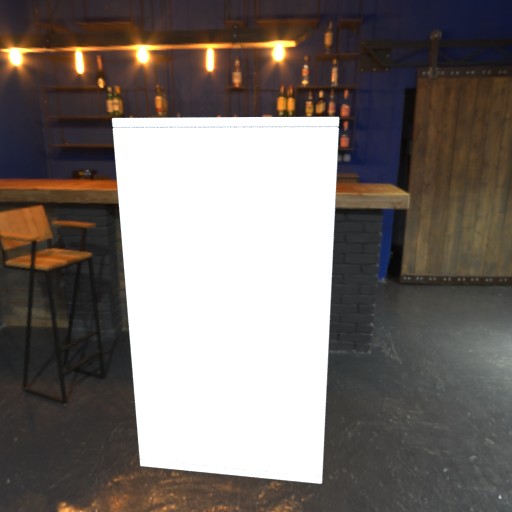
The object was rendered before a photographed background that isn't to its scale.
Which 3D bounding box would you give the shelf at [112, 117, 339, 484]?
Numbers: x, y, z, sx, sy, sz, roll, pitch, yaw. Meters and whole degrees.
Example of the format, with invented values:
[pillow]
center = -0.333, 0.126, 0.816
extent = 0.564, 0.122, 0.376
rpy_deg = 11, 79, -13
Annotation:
[shelf]
center = 0.000, 0.000, 1.281
extent = 0.396, 0.732, 0.895
rpy_deg = 2, 15, 7
